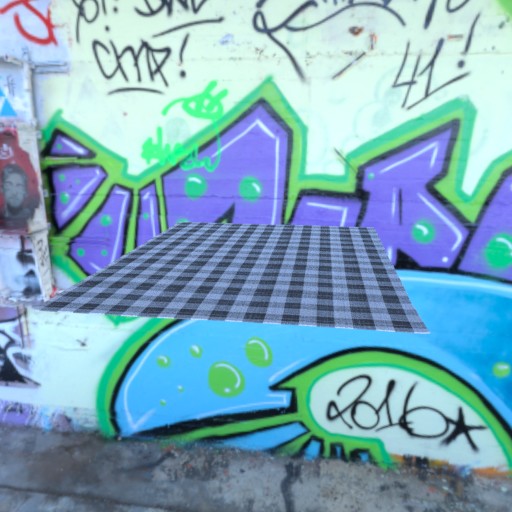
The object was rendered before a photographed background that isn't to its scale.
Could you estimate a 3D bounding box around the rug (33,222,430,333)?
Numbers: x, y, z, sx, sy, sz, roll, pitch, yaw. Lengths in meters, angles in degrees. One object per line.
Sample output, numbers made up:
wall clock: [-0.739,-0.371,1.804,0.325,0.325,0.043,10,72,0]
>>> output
rug: [0.000,0.000,4.090,2.432,0.013,3.021,2,15,8]
